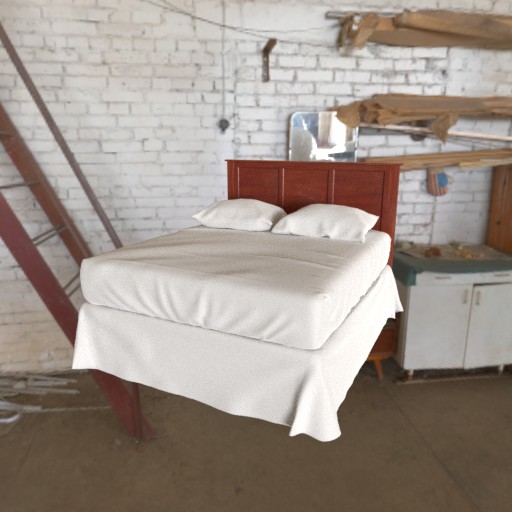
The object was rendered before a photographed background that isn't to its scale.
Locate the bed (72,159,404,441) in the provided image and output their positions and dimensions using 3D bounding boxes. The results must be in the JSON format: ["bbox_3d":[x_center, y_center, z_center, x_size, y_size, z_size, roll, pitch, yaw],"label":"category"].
[{"bbox_3d":[0.000,0.000,3.225,1.870,1.270,2.050,7,16,26],"label":"bed"}]
